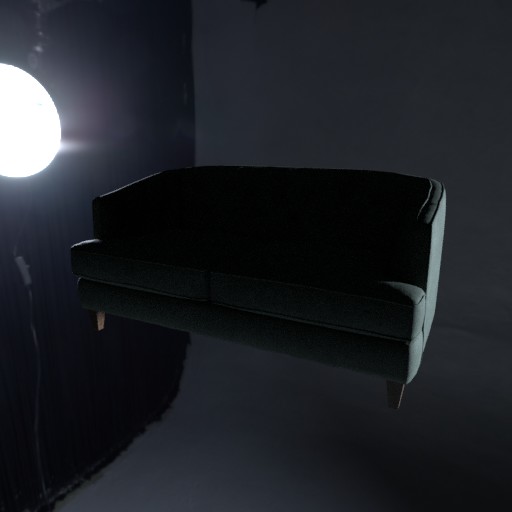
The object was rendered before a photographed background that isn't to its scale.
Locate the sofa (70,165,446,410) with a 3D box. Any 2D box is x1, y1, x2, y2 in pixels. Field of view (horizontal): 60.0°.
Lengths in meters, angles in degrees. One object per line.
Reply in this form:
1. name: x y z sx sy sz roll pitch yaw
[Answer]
1. sofa: 0.000 0.000 2.273 1.733 0.855 0.941 8 17 27
